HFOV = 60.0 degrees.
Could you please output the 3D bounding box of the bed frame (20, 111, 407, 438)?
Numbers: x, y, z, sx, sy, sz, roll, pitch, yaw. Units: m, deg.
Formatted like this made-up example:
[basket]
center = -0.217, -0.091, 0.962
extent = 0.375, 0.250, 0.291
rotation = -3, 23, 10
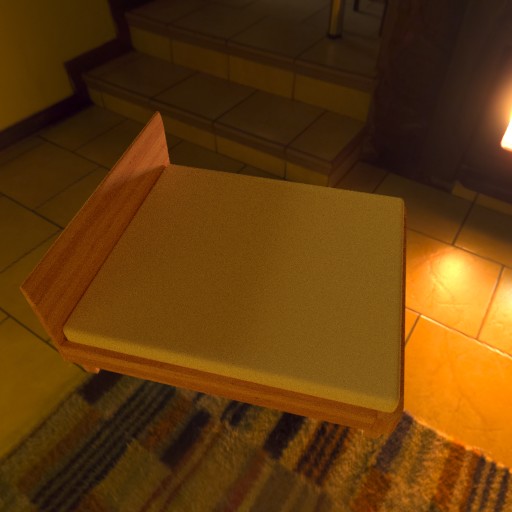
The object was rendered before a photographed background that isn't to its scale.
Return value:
[bed frame]
center = 0.000, 0.000, 3.110
extent = 2.092, 0.940, 1.872
rotation = 10, 48, 9
